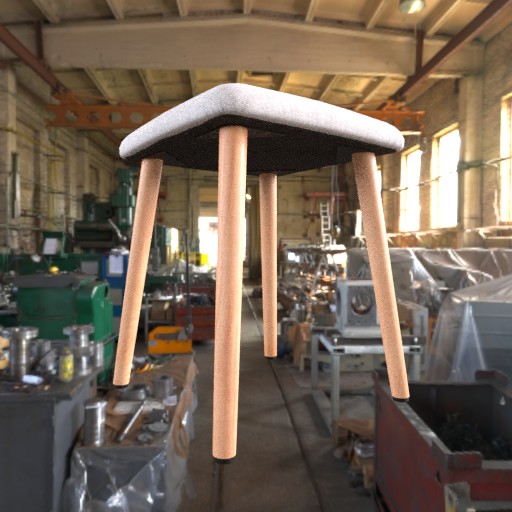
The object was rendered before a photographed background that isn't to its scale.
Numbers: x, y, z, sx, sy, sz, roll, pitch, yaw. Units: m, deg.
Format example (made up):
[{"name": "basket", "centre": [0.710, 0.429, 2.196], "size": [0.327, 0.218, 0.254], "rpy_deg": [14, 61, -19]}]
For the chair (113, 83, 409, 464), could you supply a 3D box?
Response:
[{"name": "chair", "centre": [0.000, 0.000, 0.707], "size": [0.350, 0.440, 0.350], "rpy_deg": [-1, 1, -37]}]
